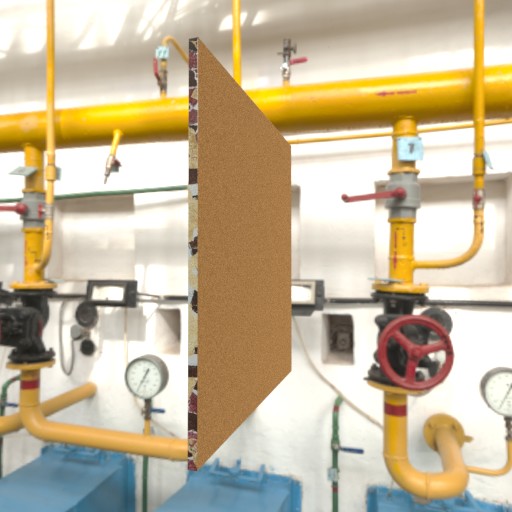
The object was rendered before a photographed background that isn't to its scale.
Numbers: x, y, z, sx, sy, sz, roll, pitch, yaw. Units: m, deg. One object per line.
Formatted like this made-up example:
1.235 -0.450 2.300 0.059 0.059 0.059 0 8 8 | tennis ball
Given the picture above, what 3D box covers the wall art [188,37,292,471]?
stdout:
0.000 0.000 0.609 0.010 0.406 0.404 0 -1 17 | wall art
